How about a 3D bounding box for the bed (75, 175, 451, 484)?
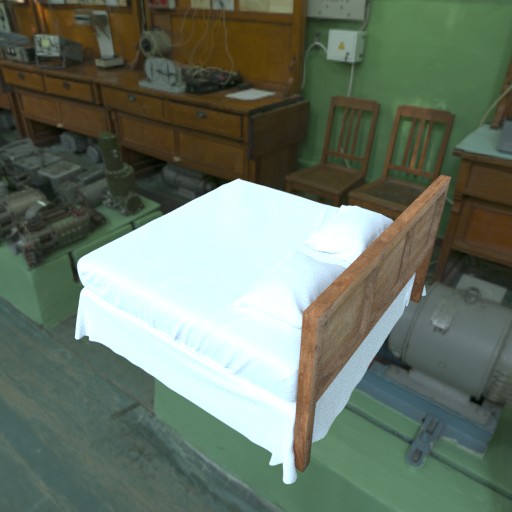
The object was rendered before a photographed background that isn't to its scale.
[{"bbox_3d":[0.000,0.000,3.450,2.165,1.158,2.255,21,38,30],"label":"bed"}]
